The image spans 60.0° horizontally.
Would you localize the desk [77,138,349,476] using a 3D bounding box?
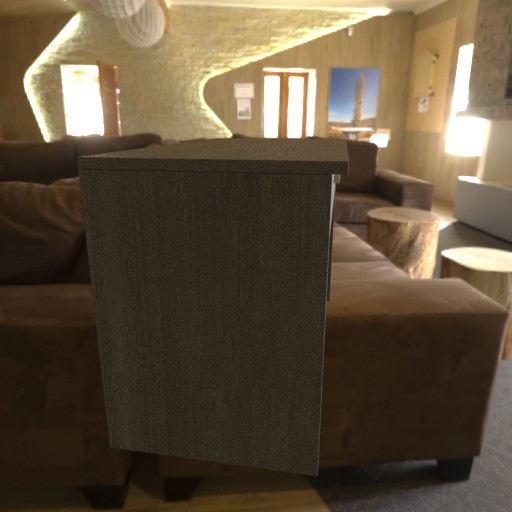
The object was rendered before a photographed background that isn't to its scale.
[{"bbox_3d":[0.000,0.000,1.499,0.557,0.729,1.099,3,17,10],"label":"desk"}]
